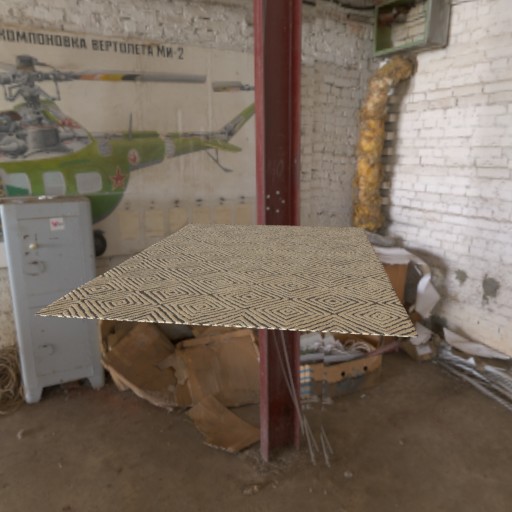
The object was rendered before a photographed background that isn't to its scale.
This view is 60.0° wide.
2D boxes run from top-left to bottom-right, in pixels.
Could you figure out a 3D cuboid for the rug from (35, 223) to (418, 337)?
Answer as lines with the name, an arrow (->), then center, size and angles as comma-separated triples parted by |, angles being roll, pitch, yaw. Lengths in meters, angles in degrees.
rug -> 0.000, 0.000, 2.159 | 1.177, 0.004, 1.750 | 2, 14, 8
